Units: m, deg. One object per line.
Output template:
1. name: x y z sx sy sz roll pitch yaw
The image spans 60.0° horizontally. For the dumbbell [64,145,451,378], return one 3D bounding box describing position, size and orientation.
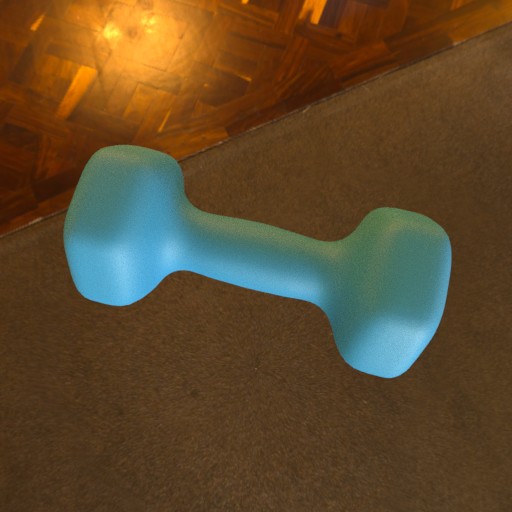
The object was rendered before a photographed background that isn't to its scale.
1. dumbbell: 0.000 0.000 0.192 0.152 0.066 0.074 15 76 4
